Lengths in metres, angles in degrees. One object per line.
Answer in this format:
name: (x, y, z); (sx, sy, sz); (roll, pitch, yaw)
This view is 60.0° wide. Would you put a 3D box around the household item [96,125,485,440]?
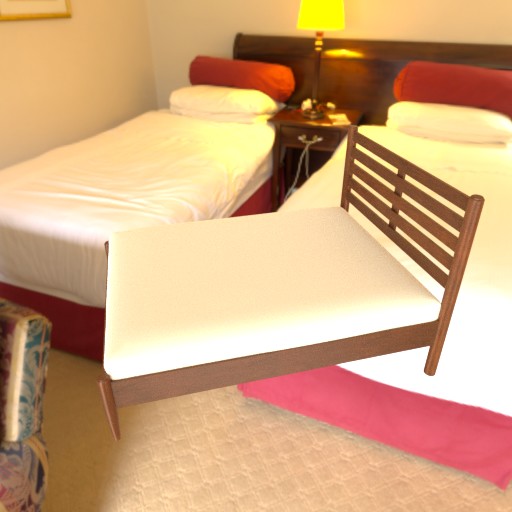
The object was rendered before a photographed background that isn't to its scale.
household item: (0.000, 0.000, 3.247); (2.232, 1.356, 1.663); (-8, 31, -13)
